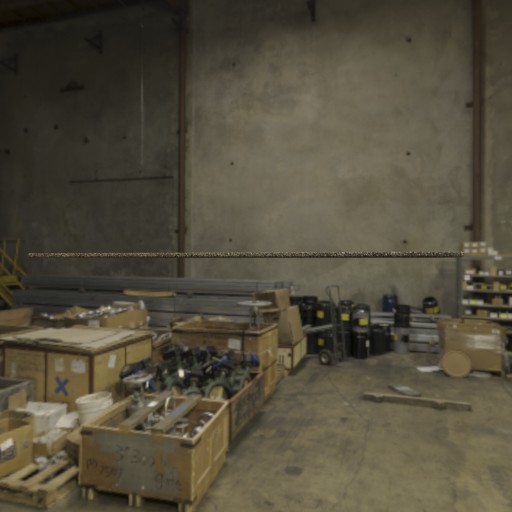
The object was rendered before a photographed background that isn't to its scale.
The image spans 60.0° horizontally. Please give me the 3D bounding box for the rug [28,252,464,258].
[{"bbox_3d":[0.000,0.000,2.951,2.350,0.025,1.502,0,0,18],"label":"rug"}]
